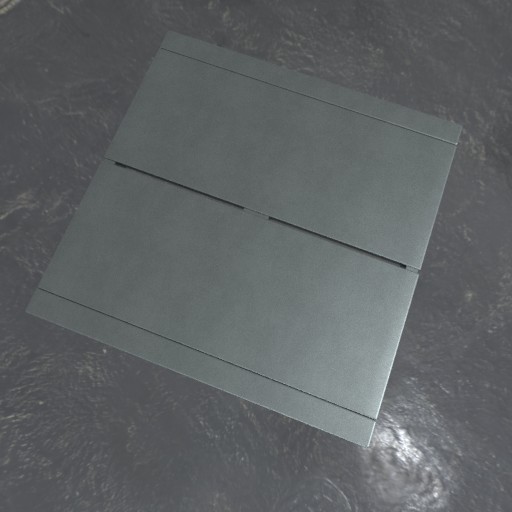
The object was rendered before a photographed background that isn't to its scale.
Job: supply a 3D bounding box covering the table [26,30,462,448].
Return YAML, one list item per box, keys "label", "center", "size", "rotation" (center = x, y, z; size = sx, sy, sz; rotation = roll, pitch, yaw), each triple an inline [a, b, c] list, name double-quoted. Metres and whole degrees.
- label: "table"
  center: [0.000, 0.000, 0.906]
  size: [0.508, 0.508, 0.508]
  rotation: [20, 76, 5]
